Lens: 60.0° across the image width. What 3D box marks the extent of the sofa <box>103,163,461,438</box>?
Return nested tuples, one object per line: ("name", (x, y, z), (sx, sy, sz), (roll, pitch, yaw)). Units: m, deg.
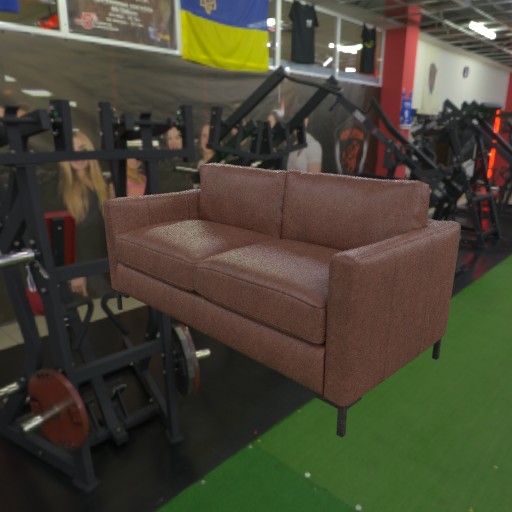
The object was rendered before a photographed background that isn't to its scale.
("sofa", (0.000, 0.000, 2.361), (0.899, 0.883, 1.797), (-15, 22, -43))
